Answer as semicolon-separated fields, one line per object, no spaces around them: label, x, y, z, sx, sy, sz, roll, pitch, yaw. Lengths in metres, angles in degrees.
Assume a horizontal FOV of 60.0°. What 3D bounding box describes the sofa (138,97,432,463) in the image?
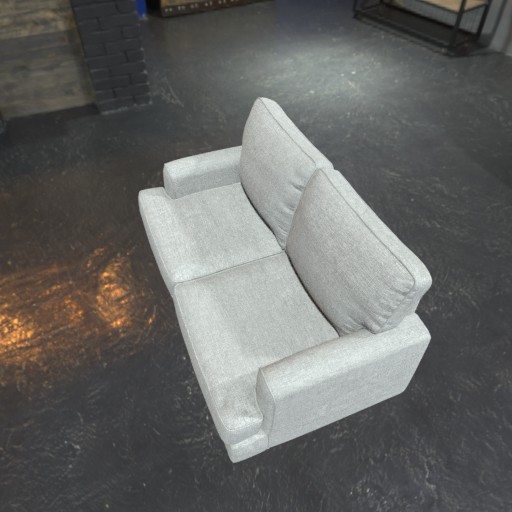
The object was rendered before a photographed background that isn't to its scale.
sofa;0.000;0.000;2.316;0.965;0.965;1.651;-17;49;-15
